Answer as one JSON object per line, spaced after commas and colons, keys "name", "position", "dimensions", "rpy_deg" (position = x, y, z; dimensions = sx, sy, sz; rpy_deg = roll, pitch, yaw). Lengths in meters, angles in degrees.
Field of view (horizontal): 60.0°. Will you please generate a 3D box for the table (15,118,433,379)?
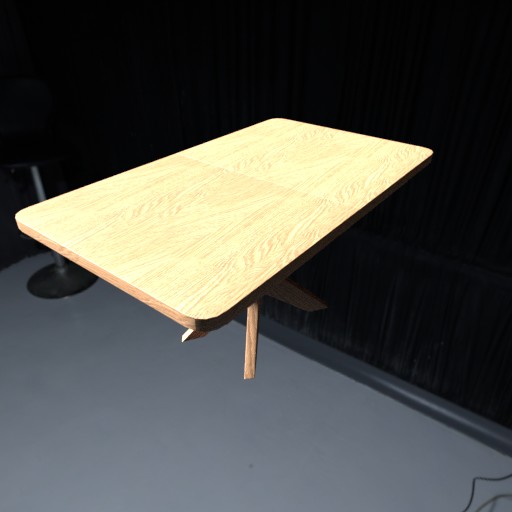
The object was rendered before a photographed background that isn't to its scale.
{"name": "table", "position": [0.000, 0.000, 2.039], "dimensions": [0.950, 0.770, 1.600], "rpy_deg": [23, 39, 31]}
